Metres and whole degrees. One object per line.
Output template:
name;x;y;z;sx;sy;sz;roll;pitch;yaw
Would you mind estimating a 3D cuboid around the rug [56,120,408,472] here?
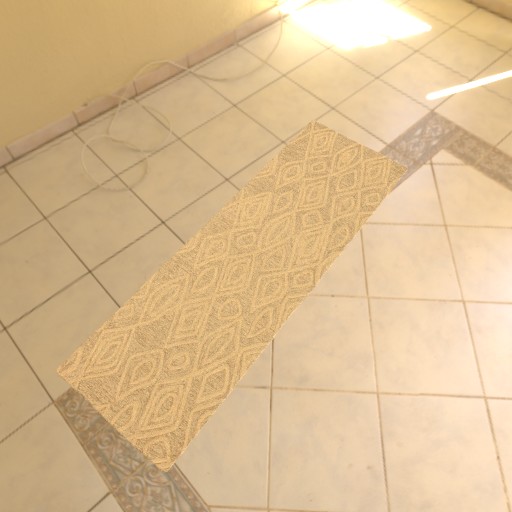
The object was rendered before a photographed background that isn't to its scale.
rug;0.000;0.000;2.710;0.807;0.013;2.436;33;64;19
